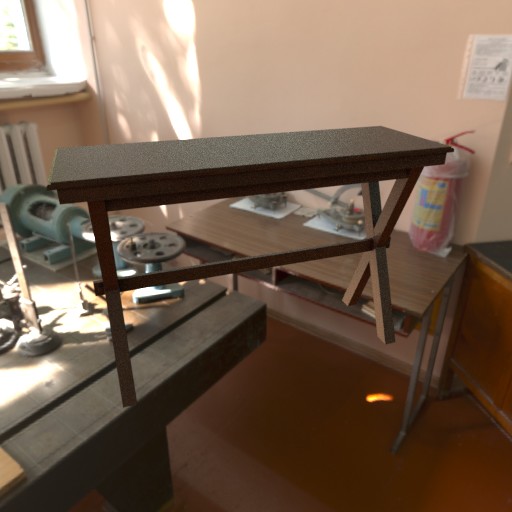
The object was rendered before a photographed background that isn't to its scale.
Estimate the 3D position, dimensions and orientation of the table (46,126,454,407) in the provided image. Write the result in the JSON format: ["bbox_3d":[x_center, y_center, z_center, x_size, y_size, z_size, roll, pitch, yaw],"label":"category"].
[{"bbox_3d":[0.000,0.000,1.565,1.197,0.763,0.399,-9,28,-17],"label":"table"}]
